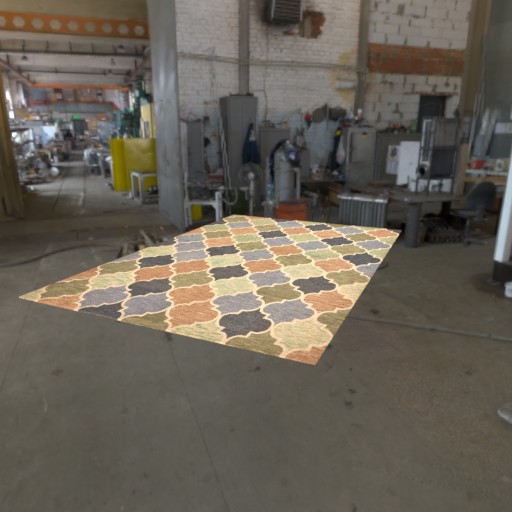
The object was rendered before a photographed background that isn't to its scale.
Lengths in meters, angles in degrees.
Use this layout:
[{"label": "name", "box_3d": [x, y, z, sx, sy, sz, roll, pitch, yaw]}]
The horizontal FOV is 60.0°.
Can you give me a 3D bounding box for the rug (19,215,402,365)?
[{"label": "rug", "box_3d": [0.000, 0.000, 2.300, 1.216, 0.006, 1.828, 7, 18, 24]}]
